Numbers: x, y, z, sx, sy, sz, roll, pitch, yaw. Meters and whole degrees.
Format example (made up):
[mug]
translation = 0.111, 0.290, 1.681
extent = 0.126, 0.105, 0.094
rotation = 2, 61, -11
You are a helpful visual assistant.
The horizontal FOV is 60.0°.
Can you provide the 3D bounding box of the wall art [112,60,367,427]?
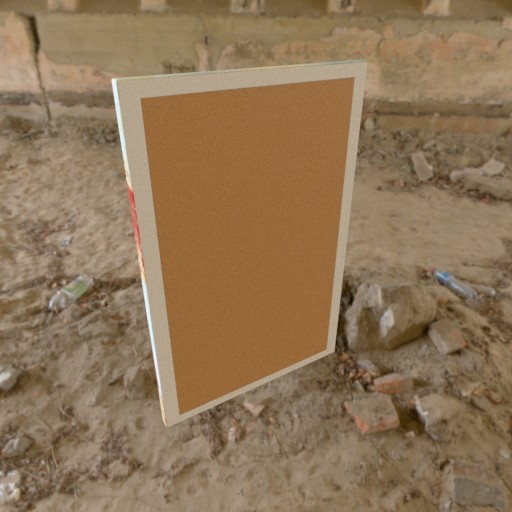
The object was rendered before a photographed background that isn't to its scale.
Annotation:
[wall art]
translation = 0.000, 0.000, 1.165
extent = 0.605, 0.915, 0.037
rotation = -17, 34, -27
